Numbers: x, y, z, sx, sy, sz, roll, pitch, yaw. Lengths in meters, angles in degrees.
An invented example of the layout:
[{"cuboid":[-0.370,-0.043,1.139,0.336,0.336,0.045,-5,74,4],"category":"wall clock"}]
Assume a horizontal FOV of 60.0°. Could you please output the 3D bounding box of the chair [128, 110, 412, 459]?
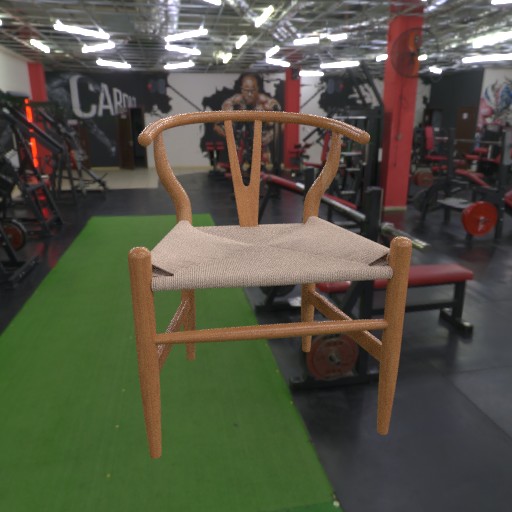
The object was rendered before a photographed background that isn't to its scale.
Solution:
[{"cuboid":[0.000,0.000,1.158,0.569,0.730,0.579,-3,17,-8],"category":"chair"}]
